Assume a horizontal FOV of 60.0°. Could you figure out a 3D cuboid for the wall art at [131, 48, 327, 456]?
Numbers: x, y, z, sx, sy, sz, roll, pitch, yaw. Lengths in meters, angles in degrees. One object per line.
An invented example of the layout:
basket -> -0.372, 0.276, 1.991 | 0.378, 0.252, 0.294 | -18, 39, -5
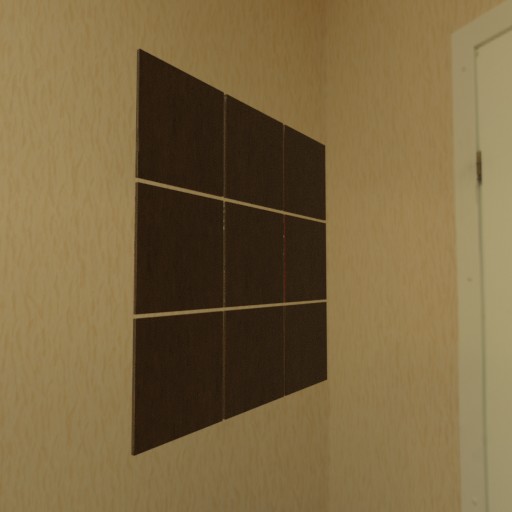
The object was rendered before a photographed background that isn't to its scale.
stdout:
wall art -> 0.000, 0.000, 1.810 | 0.013, 1.213, 1.215 | -2, -4, 36
